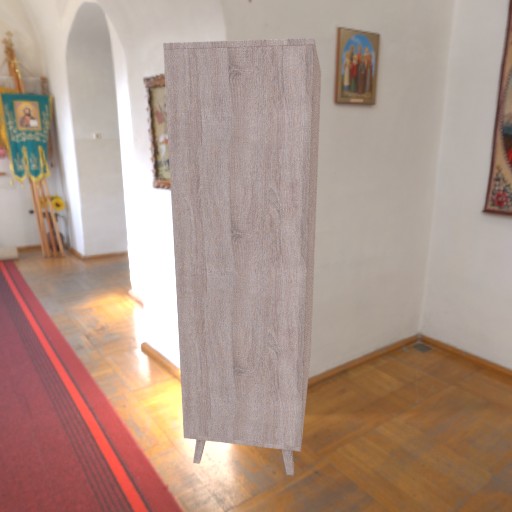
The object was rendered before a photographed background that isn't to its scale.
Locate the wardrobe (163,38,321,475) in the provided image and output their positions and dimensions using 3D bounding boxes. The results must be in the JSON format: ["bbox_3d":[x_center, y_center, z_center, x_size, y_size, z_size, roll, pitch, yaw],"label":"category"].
[{"bbox_3d":[0.000,0.000,2.406,0.600,1.960,1.000,3,16,9],"label":"wardrobe"}]
